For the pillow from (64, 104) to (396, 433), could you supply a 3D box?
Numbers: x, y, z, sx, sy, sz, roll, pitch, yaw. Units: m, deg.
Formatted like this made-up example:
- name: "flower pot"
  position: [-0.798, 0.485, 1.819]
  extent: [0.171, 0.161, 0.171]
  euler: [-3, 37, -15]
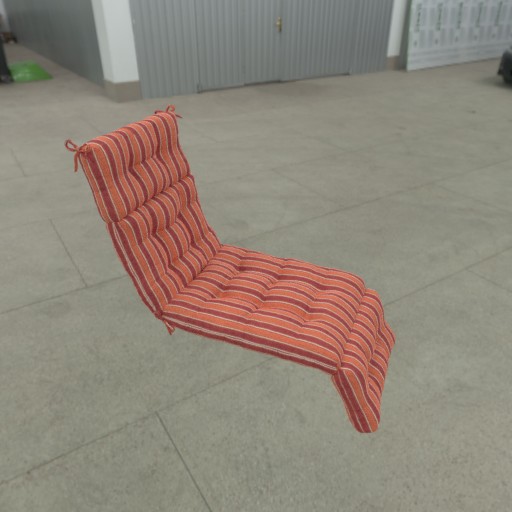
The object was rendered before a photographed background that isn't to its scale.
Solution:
- name: "pillow"
  position: [0.000, 0.000, 1.538]
  extent: [1.016, 0.863, 0.526]
  euler: [12, 33, 19]
